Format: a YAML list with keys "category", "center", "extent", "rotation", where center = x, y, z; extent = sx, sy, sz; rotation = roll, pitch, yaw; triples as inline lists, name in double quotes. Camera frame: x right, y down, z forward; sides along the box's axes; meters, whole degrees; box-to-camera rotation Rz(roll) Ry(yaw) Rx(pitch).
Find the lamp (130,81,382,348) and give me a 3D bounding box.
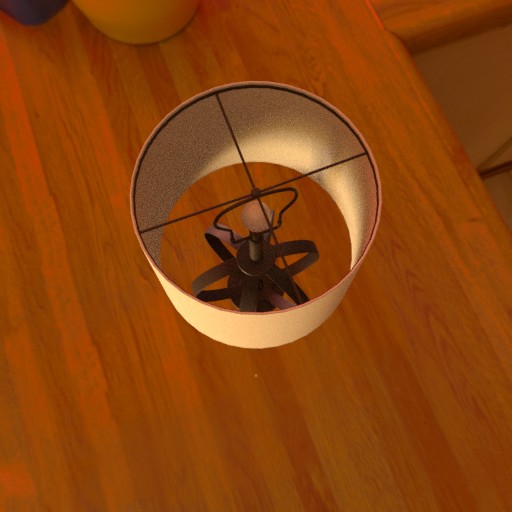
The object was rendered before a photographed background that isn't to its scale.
- category: "lamp"
  center: [0.000, 0.000, 0.689]
  extent: [0.286, 0.510, 0.286]
  rotation: [0, 75, 0]
